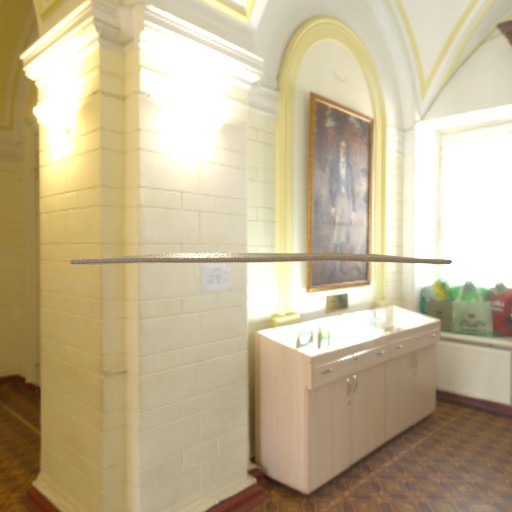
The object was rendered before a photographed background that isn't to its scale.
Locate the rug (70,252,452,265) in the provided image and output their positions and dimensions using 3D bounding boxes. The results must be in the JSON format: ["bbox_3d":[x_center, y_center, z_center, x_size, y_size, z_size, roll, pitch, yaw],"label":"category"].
[{"bbox_3d":[0.000,0.000,2.347,1.252,0.034,1.829,0,1,-1],"label":"rug"}]
